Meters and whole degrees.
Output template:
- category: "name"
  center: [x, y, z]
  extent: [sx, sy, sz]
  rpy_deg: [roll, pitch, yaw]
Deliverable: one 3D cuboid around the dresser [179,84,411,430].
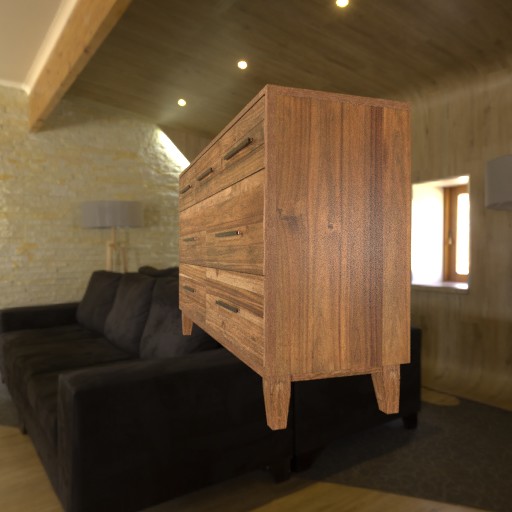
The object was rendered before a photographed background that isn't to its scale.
- category: "dresser"
  center: [0.000, 0.000, 1.838]
  extent: [0.446, 0.873, 1.400]
  rpy_deg: [0, 1, -19]
